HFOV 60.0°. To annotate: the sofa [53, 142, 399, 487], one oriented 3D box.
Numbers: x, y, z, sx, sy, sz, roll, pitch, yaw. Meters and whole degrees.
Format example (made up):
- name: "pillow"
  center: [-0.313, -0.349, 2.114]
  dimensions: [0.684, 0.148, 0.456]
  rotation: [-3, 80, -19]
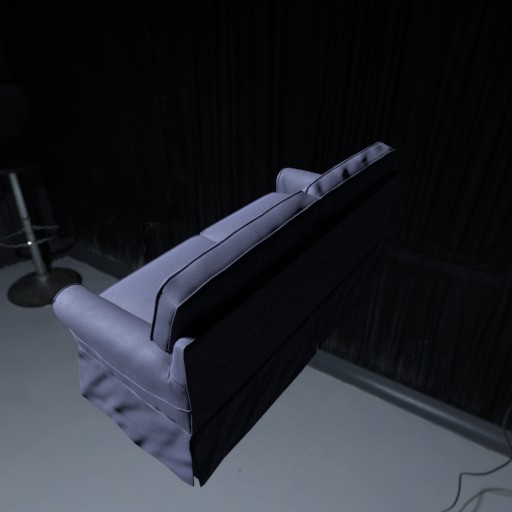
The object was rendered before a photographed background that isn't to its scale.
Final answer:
- name: "sofa"
  center: [0.000, 0.000, 2.776]
  dimensions: [0.983, 1.094, 2.256]
  rotation: [21, 37, 30]
